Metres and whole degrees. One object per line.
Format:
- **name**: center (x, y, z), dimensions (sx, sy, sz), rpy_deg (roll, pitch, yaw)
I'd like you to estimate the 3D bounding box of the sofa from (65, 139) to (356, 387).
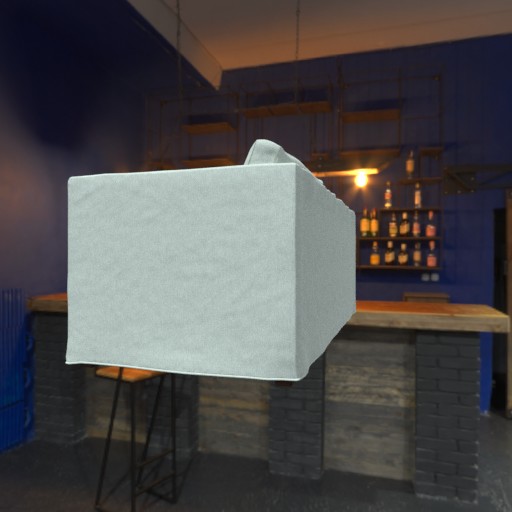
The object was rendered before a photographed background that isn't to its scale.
- **sofa**: center (0.000, 0.000, 2.500), dimensions (0.940, 0.870, 1.987), rpy_deg (0, 0, 18)
